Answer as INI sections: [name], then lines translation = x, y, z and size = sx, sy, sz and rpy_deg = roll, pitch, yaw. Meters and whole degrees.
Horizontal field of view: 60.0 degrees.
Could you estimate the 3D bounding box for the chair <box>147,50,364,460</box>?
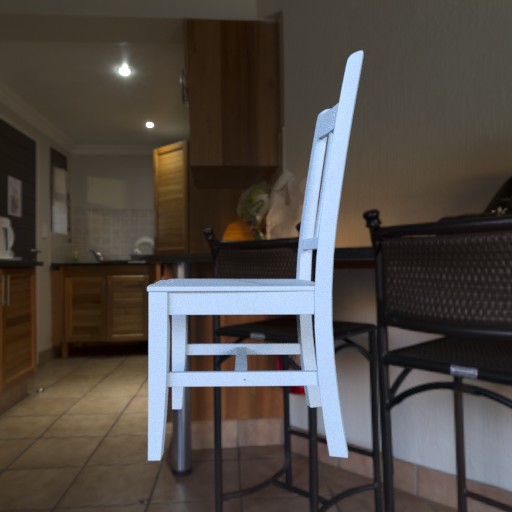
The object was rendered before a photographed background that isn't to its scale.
[chair]
translation = 0.000, 0.000, 1.290
size = 0.555, 0.998, 0.450
rpy_deg = 0, 0, -2
